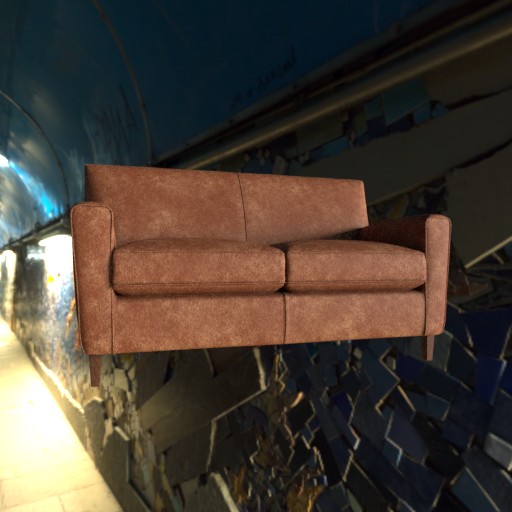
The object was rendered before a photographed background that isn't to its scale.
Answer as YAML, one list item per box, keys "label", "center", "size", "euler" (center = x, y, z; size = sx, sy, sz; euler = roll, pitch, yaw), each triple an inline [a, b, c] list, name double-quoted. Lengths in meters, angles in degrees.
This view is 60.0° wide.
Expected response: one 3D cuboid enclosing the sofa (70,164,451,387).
- label: "sofa"
  center: [0.000, 0.000, 1.965]
  size: [1.473, 0.871, 0.787]
  euler: [0, -1, -17]
